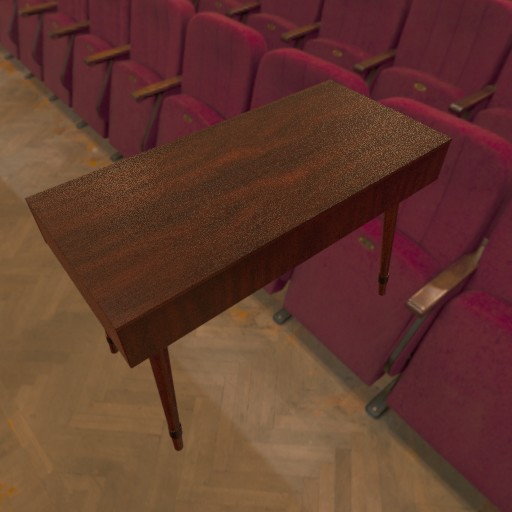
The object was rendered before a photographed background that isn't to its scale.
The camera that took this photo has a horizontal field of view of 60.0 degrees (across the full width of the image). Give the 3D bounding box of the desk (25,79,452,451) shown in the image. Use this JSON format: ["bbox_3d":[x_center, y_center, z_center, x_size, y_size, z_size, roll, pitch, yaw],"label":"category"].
[{"bbox_3d":[0.000,0.000,2.129,1.577,1.031,0.734,-30,53,-26],"label":"desk"}]
